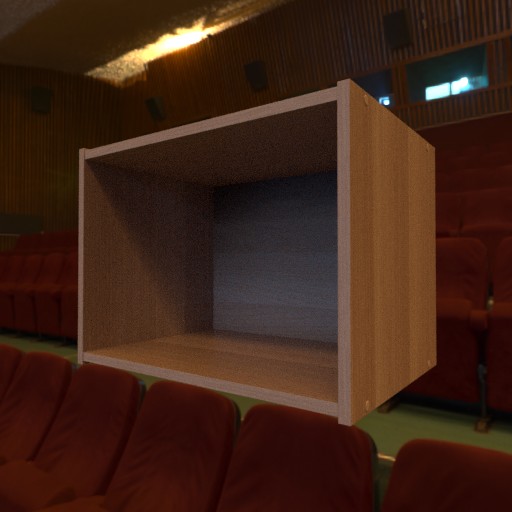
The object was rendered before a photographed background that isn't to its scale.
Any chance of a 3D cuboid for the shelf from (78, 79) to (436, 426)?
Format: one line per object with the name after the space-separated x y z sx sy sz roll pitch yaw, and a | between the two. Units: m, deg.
0.000 0.000 0.627 0.415 0.305 0.290 -1 -1 36 | shelf
